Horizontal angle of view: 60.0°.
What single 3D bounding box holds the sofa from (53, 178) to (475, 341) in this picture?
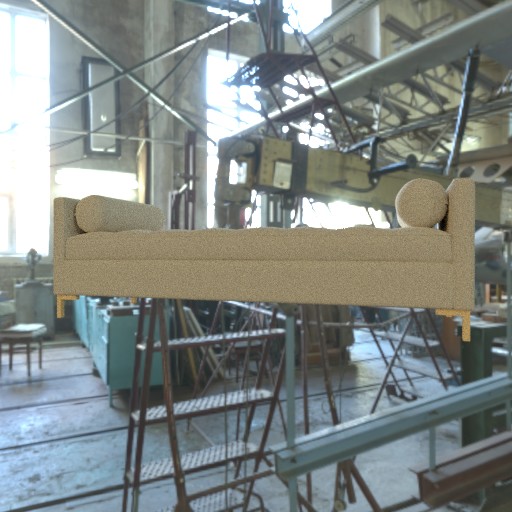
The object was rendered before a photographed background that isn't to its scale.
[{"bbox_3d":[0.000,0.000,2.319,1.985,0.641,0.746,0,1,18],"label":"sofa"}]
